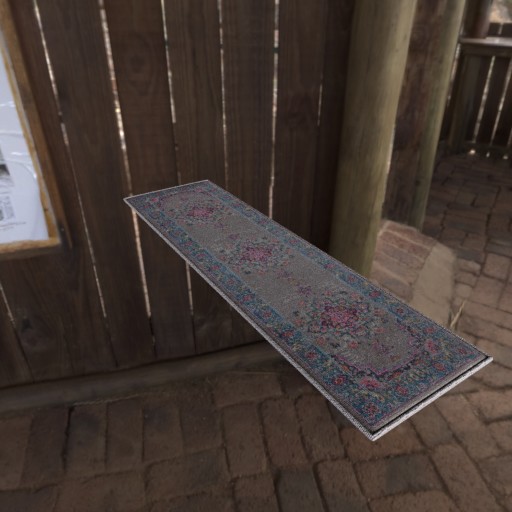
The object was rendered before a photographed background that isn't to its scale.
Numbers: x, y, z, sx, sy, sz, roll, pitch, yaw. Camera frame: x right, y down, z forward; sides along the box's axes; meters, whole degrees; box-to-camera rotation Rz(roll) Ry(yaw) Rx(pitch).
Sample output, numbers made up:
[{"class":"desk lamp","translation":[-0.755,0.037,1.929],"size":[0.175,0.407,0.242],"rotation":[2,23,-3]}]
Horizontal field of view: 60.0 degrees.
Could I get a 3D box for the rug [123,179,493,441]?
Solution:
[{"class":"rug","translation":[0.000,0.000,2.360],"size":[0.659,0.019,2.297],"rotation":[-19,35,-29]}]
